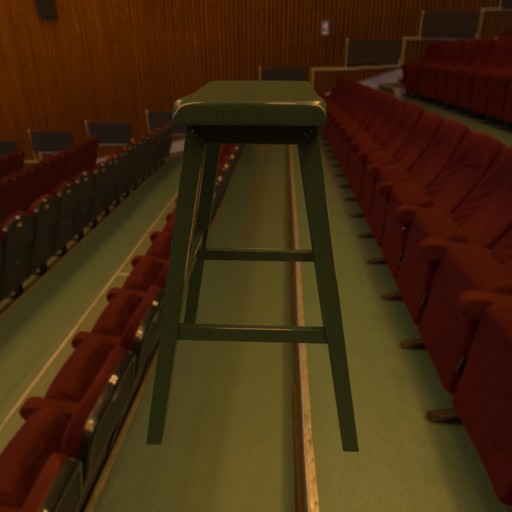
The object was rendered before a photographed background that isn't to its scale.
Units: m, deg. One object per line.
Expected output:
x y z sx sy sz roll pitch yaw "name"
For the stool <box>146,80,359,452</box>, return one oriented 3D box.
0.000 0.000 1.040 0.476 0.737 0.457 1 25 2 "stool"
